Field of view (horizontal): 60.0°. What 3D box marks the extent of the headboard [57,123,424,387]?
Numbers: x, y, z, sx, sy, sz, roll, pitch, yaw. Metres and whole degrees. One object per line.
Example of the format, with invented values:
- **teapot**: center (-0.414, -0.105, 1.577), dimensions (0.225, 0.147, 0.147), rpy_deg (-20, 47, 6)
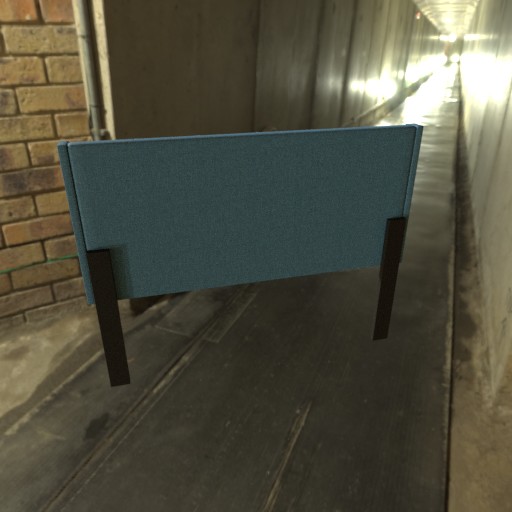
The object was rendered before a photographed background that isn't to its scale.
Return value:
- **headboard**: center (0.000, 0.000, 2.791), dimensions (2.051, 1.524, 0.184), rpy_deg (-7, 27, -13)
